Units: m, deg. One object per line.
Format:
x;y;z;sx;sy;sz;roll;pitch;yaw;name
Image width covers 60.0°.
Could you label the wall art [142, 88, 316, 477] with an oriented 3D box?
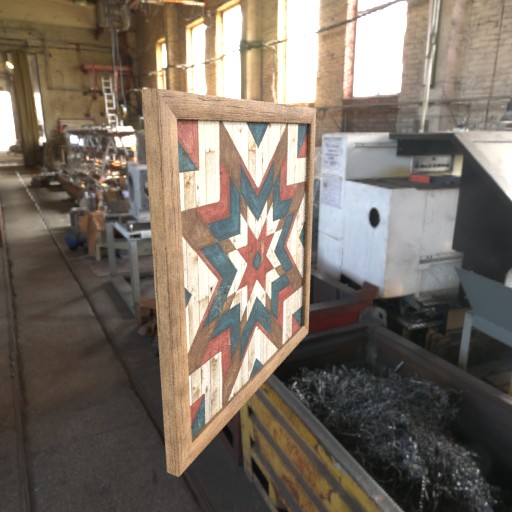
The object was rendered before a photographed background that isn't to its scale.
0.000;0.000;1.047;0.029;0.691;0.695;8;18;26;wall art
